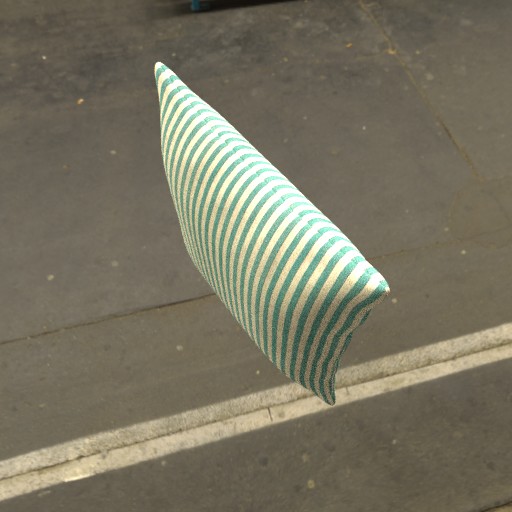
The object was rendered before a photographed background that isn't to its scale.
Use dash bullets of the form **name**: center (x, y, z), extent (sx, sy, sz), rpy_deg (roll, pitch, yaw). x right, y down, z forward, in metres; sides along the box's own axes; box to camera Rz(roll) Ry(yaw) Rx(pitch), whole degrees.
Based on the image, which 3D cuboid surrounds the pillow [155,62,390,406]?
- **pillow**: center (0.000, 0.000, 0.814), extent (0.166, 0.510, 0.523), rpy_deg (-32, 63, -19)
